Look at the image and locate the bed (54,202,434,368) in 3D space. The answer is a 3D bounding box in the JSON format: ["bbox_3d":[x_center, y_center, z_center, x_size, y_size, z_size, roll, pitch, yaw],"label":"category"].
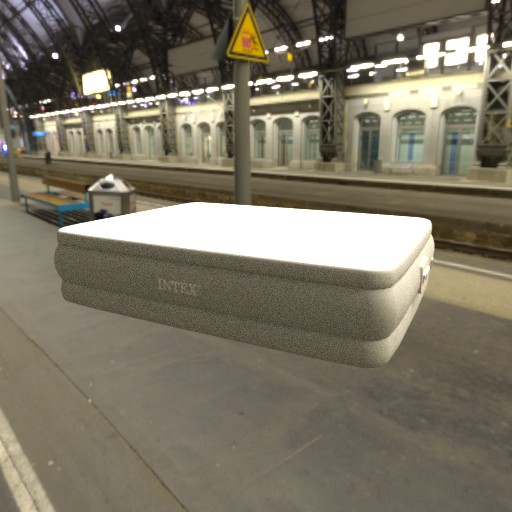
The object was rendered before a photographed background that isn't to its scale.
[{"bbox_3d":[0.000,0.000,2.787,2.036,0.460,1.520,7,16,26],"label":"bed"}]
